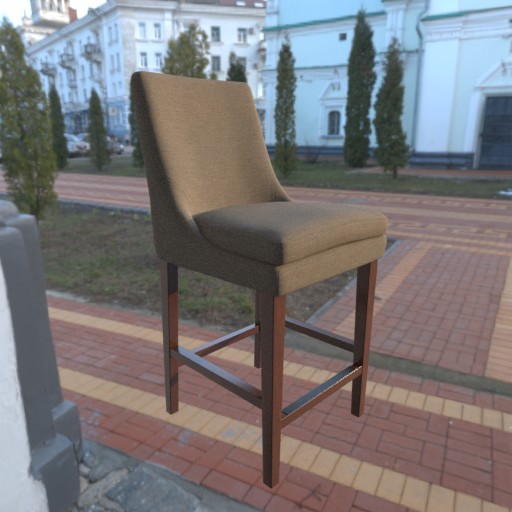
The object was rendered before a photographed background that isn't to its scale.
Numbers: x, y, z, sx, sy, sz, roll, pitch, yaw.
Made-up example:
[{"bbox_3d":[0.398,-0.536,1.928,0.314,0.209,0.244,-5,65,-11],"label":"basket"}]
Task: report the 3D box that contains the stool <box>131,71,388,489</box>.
[{"bbox_3d":[0.000,0.000,1.250,0.577,0.981,0.470,14,21,42],"label":"stool"}]
